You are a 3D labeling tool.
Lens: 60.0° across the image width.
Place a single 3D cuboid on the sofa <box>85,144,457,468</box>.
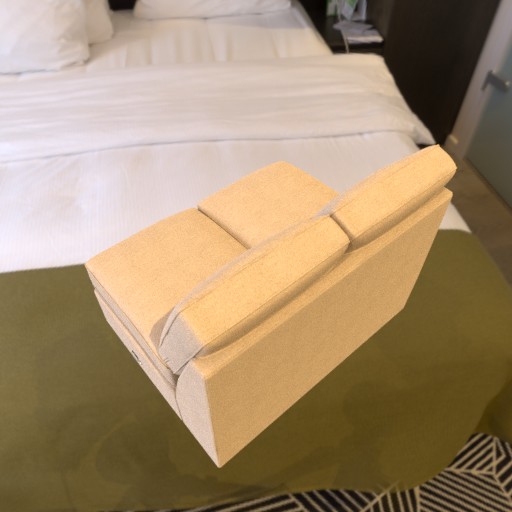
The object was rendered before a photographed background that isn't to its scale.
[{"bbox_3d":[0.000,0.000,1.964,1.232,1.006,0.978,-32,55,-26],"label":"sofa"}]
